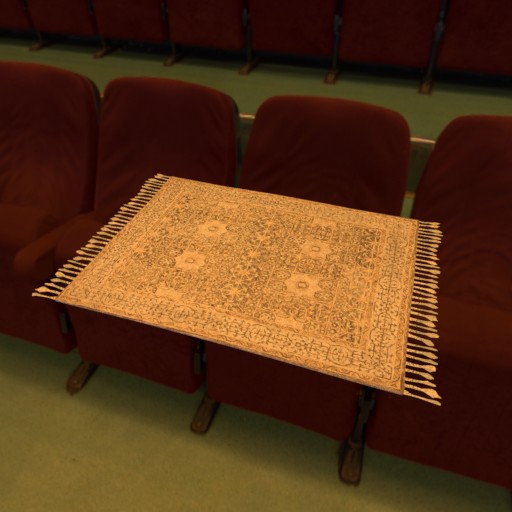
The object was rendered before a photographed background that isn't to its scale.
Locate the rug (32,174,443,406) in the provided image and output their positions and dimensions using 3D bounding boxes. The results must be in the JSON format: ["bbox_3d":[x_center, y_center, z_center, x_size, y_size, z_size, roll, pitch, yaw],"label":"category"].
[{"bbox_3d":[0.000,0.000,3.066,2.465,0.023,1.619,12,42,14],"label":"rug"}]
